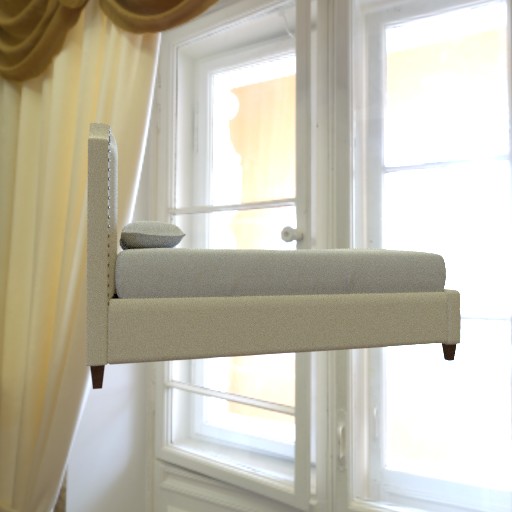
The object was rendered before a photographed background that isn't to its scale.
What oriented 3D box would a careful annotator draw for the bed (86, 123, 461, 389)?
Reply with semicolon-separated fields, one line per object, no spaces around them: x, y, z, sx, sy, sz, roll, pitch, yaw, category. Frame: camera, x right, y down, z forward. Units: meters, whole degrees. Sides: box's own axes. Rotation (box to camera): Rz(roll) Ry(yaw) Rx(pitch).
0.000;0.000;3.402;2.329;1.415;1.703;0;-1;-17;bed
